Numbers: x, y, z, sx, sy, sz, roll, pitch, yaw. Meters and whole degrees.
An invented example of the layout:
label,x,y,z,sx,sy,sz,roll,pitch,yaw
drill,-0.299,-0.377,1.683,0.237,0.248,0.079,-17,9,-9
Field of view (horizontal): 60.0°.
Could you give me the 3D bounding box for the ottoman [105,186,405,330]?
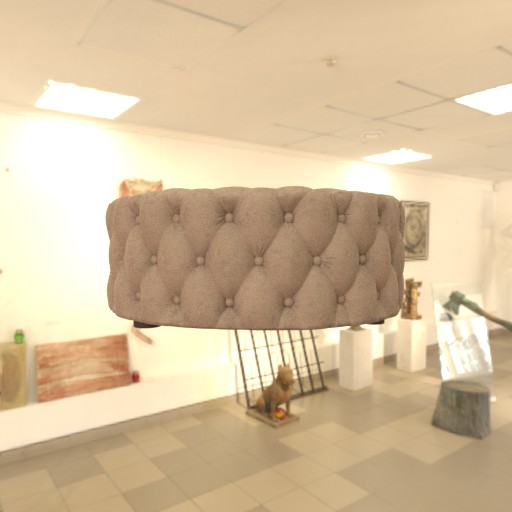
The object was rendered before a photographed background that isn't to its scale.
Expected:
label,x,y,z,sx,sy,sz,roll,pitch,yaw
ottoman,0.000,0.000,1.550,0.998,0.399,0.998,0,2,0
